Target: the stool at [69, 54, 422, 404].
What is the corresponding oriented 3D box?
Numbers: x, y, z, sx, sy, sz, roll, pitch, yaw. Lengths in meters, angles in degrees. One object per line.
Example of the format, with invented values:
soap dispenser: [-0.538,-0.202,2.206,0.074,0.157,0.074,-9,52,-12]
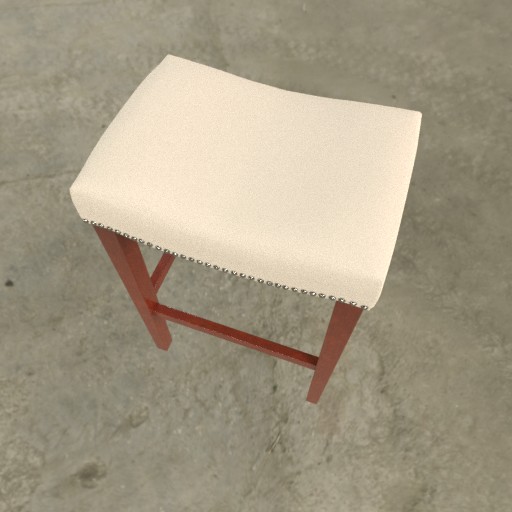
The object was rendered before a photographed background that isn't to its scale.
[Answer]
stool: [0.000,0.000,1.021,0.504,0.742,0.372,17,60,10]
